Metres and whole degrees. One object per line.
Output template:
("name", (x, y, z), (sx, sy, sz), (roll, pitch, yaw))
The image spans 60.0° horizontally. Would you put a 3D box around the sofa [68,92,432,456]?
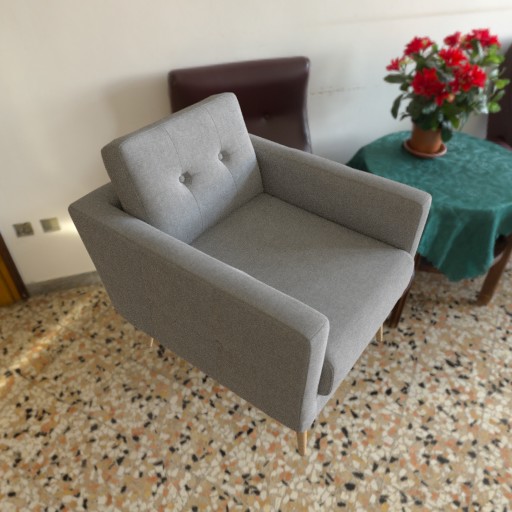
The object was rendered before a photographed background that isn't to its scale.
("sofa", (0.000, 0.000, 1.517), (0.920, 0.860, 0.770), (26, 47, 27))
